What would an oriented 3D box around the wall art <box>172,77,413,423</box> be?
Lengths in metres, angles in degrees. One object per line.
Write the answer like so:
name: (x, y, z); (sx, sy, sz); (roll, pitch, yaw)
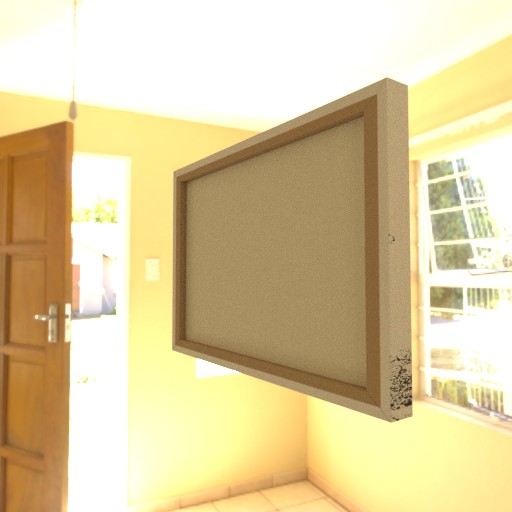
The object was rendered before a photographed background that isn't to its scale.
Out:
wall art: (0.000, 0.000, 0.789); (0.042, 0.414, 0.608); (2, -3, -35)
